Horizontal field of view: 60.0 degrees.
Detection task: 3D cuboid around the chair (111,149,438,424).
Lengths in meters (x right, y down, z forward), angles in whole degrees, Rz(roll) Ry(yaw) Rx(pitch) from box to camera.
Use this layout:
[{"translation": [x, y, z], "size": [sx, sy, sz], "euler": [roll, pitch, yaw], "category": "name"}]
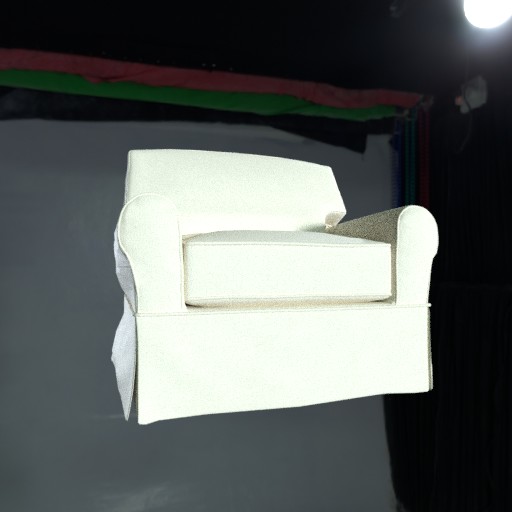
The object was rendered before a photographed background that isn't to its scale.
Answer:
[{"translation": [0.000, 0.000, 1.778], "size": [1.099, 0.958, 0.904], "euler": [0, -1, -18], "category": "chair"}]
